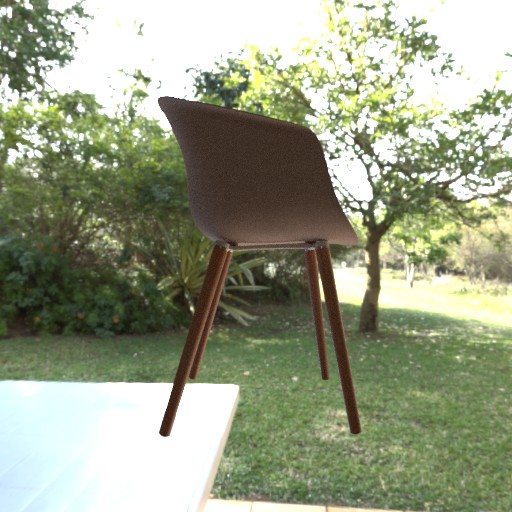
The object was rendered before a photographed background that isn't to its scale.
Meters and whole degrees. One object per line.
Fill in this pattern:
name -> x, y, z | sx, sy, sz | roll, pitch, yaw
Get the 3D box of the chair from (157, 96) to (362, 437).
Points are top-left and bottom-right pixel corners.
chair -> 0.000, 0.000, 1.177 | 0.504, 0.781, 0.593 | 0, 1, 0
